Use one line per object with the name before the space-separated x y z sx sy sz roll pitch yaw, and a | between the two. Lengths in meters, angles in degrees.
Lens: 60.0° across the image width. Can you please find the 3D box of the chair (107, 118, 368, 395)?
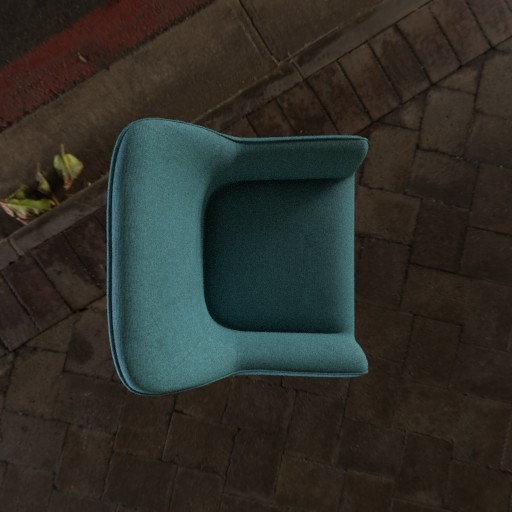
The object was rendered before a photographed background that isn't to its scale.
chair | 0.000 0.000 1.137 0.519 0.803 0.543 0 90 -1
